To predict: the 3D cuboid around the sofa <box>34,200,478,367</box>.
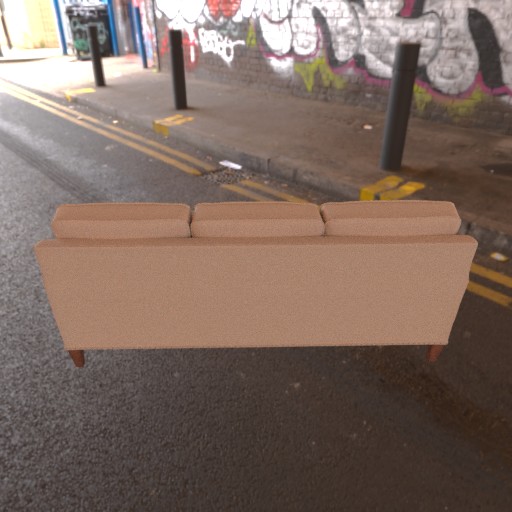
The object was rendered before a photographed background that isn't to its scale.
[{"bbox_3d":[0.000,0.000,2.771,2.246,1.003,1.084,-1,29,-1],"label":"sofa"}]
